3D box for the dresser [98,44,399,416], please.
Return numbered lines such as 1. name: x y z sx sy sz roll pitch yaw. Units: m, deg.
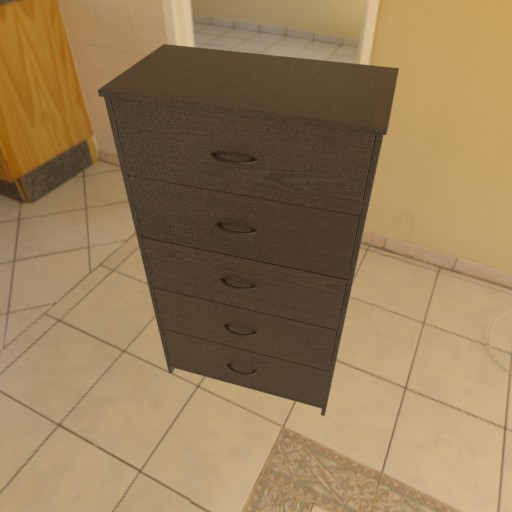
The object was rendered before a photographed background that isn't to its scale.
1. dresser: 0.000 0.000 1.576 0.704 1.254 0.418 12 44 13
